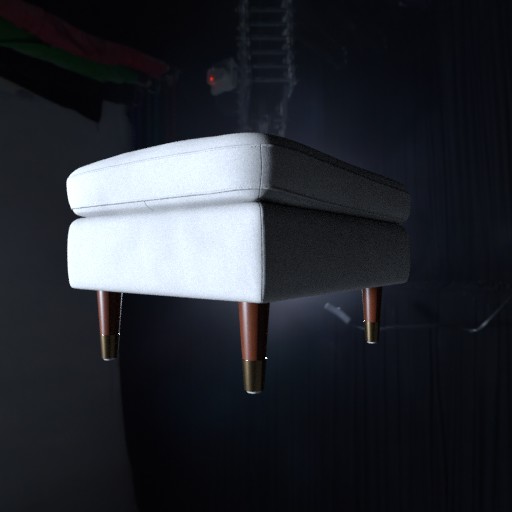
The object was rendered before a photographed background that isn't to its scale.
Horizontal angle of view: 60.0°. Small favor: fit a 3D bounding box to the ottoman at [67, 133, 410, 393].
[{"bbox_3d":[0.000,0.000,1.129,0.593,0.478,0.747,0,0,36],"label":"ottoman"}]
